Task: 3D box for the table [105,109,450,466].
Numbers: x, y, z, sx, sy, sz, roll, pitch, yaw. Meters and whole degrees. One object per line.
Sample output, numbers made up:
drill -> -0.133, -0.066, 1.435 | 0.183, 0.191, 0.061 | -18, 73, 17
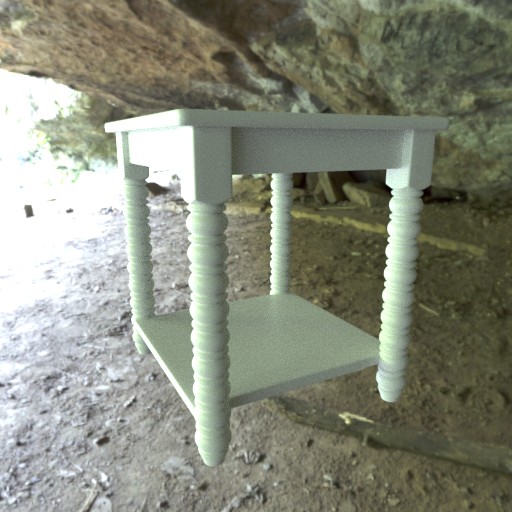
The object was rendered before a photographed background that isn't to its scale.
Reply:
table -> 0.000, 0.000, 0.963 | 0.500, 0.563, 0.533 | -8, 16, -27
